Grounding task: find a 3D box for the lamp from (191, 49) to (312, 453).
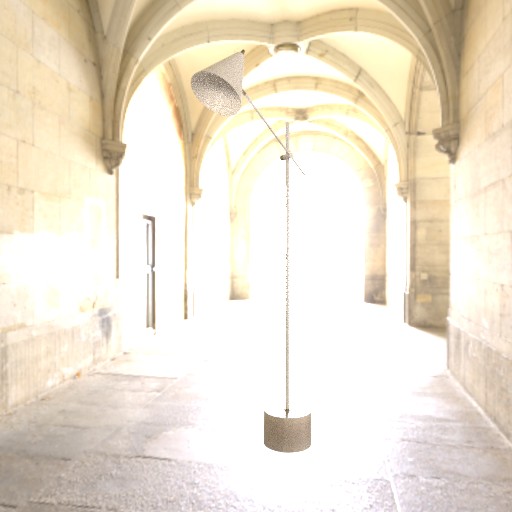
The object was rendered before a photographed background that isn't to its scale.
[{"bbox_3d":[0.000,0.000,1.587,0.508,1.430,0.223,0,0,-35],"label":"lamp"}]
